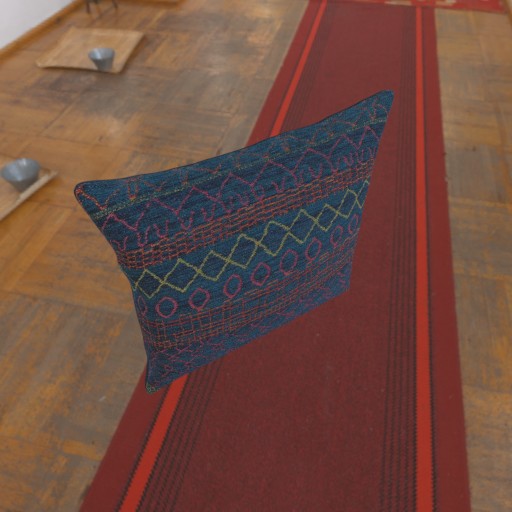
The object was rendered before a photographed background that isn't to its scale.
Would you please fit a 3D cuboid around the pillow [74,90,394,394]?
[{"bbox_3d":[0.000,0.000,0.668,0.431,0.431,0.141,-24,51,-21],"label":"pillow"}]
